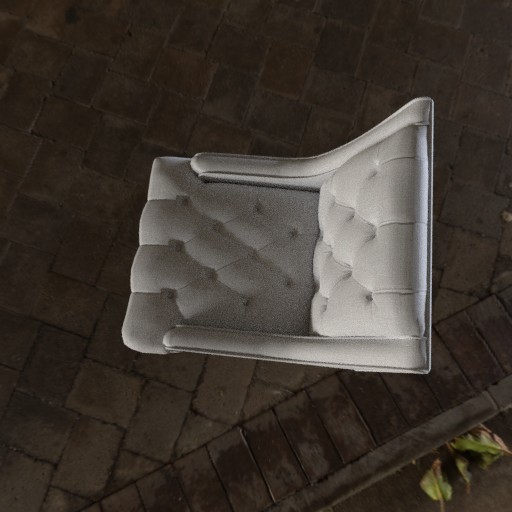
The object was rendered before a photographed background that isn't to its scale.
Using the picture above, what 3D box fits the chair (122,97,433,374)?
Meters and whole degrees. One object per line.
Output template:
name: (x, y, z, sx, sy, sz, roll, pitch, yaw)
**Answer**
chair: (0.000, 0.000, 1.386, 0.772, 0.891, 0.658, 6, 76, 1)
